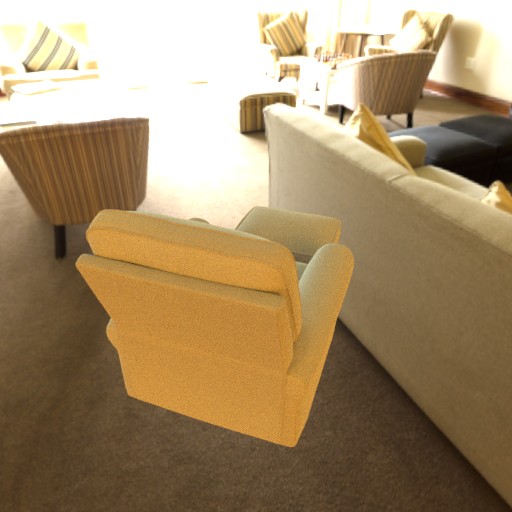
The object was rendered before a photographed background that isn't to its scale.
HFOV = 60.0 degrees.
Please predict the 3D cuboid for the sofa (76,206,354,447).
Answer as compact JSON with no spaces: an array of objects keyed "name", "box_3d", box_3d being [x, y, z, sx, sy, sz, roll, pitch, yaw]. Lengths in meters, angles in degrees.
[{"name":"sofa","box_3d":[0.000,0.000,2.051,0.880,0.959,1.478,11,35,17]}]
